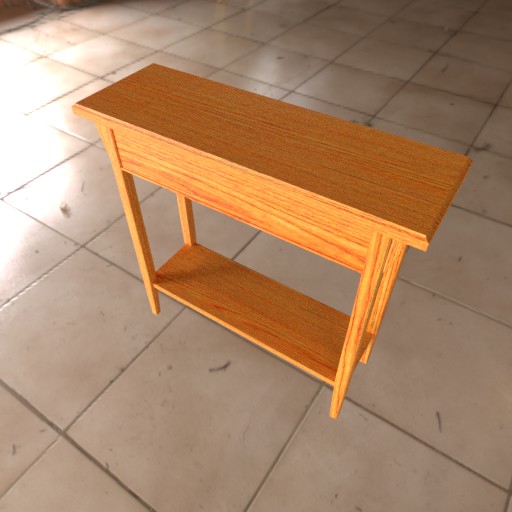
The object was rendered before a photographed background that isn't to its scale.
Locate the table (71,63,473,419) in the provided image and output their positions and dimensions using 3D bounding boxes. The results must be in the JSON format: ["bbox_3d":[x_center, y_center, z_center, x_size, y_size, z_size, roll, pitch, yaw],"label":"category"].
[{"bbox_3d":[0.000,0.000,1.112,0.762,0.711,0.254,25,51,22],"label":"table"}]
